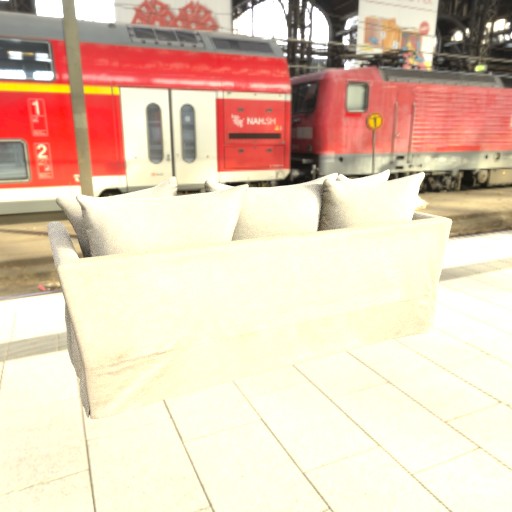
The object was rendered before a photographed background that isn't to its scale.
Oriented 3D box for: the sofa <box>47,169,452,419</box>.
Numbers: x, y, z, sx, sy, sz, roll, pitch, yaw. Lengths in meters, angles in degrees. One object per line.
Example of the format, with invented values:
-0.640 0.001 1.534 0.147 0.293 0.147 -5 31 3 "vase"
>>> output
0.000 0.000 2.758 2.290 1.034 1.031 -8 17 -26 "sofa"
